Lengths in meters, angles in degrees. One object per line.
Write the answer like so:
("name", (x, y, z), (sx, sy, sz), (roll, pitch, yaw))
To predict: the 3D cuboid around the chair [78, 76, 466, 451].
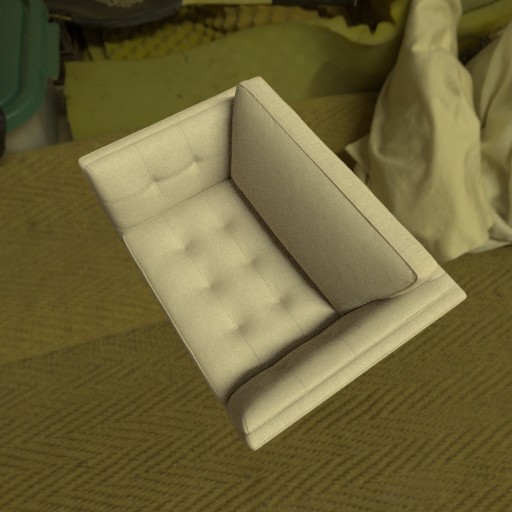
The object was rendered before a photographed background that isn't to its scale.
("chair", (0.000, 0.000, 2.040), (0.965, 0.940, 1.397), (-31, 67, -15))
